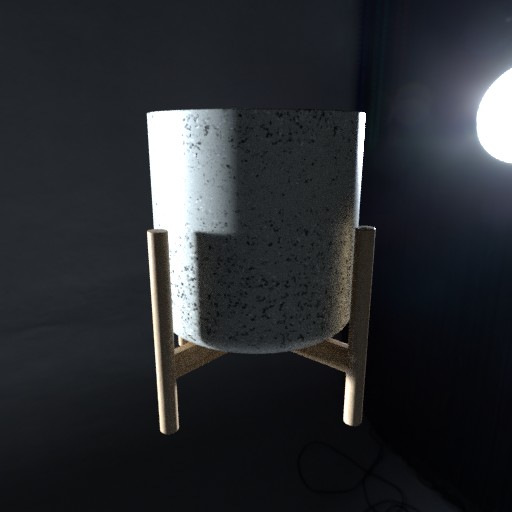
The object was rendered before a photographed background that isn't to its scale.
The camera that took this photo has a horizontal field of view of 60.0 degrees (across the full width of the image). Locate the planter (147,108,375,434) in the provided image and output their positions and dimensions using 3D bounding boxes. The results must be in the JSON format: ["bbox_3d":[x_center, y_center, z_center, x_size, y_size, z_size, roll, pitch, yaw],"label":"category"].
[{"bbox_3d":[0.000,0.000,0.688,0.360,0.419,0.360,-8,17,-25],"label":"planter"}]
